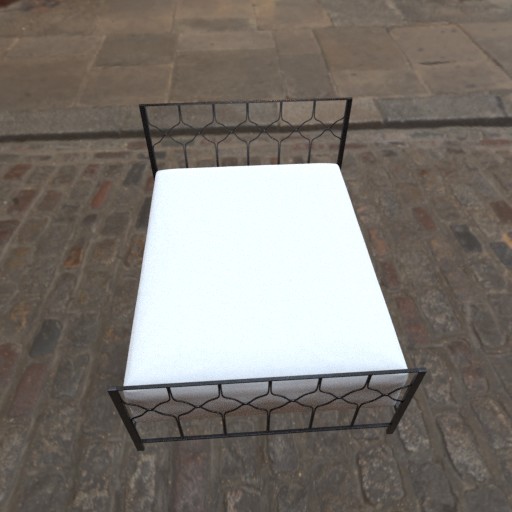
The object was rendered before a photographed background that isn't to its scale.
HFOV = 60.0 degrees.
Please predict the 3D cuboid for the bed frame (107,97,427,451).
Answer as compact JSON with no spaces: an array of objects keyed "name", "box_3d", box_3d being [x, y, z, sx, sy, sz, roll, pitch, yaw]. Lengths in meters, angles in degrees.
[{"name":"bed frame","box_3d":[0.000,0.000,3.044,1.597,1.222,2.063,-3,46,-3]}]
